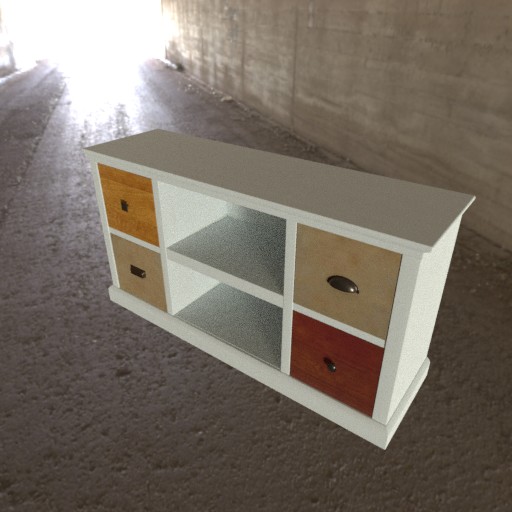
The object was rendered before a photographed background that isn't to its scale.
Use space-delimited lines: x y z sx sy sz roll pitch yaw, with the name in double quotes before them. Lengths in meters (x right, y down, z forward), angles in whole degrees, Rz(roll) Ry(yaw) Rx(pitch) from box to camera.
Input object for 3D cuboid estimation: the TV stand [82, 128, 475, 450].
"TV stand" 0.000 0.000 1.496 1.187 0.624 0.424 20 35 31
